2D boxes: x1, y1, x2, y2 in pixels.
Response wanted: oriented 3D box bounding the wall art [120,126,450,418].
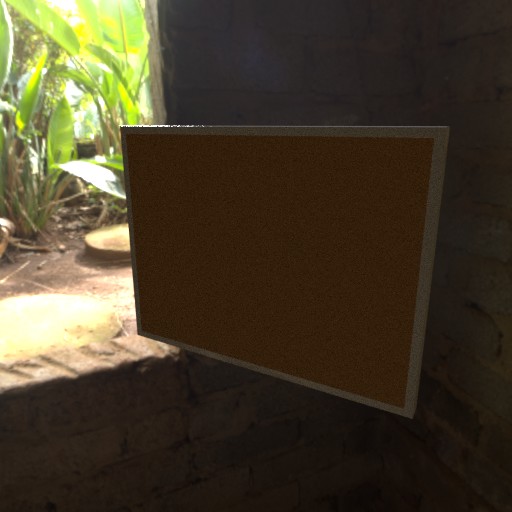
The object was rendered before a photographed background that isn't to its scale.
[{"bbox_3d":[0.000,0.000,1.401,1.041,0.787,0.053,9,19,28],"label":"wall art"}]
